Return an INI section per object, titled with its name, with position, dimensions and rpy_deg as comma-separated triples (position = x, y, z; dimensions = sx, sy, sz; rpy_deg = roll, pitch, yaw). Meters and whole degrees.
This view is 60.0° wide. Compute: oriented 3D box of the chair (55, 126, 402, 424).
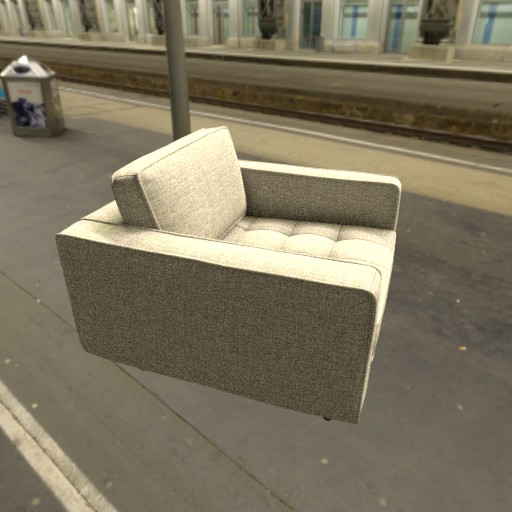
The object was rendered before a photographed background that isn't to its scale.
[chair]
position = 0.000, 0.000, 1.558
dimensions = 0.914, 0.765, 0.889
rpy_deg = 10, 30, 17
